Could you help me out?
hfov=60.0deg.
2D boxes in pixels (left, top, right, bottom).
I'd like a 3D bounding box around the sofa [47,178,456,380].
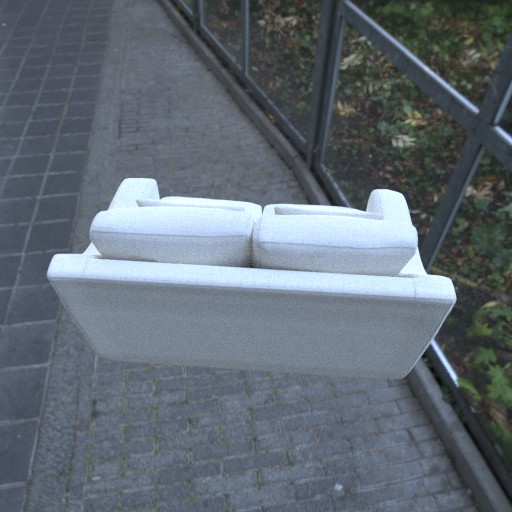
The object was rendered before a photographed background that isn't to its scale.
[{"bbox_3d":[0.000,0.000,2.408,1.744,1.047,1.040,3,47,3],"label":"sofa"}]
